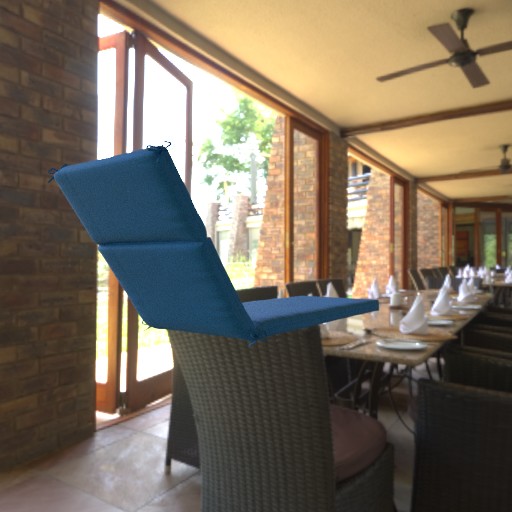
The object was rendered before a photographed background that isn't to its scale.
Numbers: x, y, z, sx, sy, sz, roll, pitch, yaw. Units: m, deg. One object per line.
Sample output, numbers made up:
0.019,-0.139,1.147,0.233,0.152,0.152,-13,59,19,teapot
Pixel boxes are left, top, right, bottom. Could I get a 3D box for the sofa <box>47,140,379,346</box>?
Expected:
0.000,0.000,1.981,0.582,0.622,1.663,-1,-1,36,sofa
